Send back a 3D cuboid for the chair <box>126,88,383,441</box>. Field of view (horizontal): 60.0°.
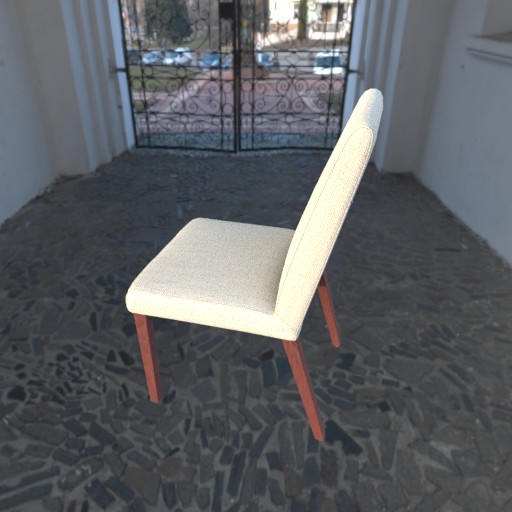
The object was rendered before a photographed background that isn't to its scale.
[{"bbox_3d":[0.000,0.000,1.280,0.594,0.900,0.480,8,31,14],"label":"chair"}]
